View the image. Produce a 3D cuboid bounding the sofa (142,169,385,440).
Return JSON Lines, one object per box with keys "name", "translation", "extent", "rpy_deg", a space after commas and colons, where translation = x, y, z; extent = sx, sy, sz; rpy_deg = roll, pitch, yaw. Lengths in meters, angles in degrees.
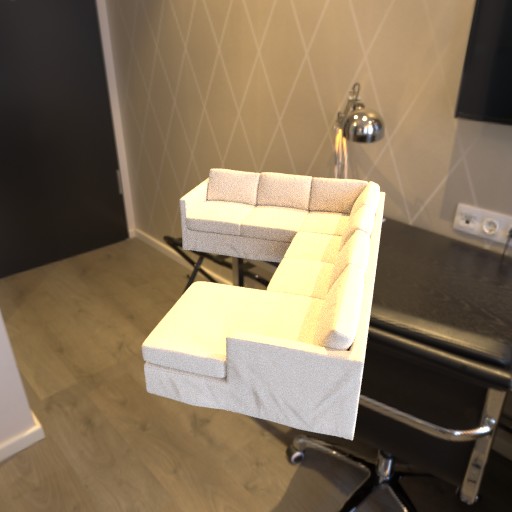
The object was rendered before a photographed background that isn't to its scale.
{"name": "sofa", "translation": [0.000, 0.000, 4.622], "extent": [2.427, 0.882, 3.460], "rpy_deg": [8, 28, 15]}
